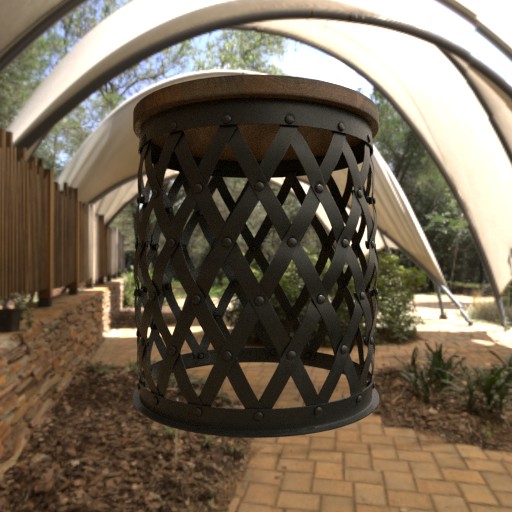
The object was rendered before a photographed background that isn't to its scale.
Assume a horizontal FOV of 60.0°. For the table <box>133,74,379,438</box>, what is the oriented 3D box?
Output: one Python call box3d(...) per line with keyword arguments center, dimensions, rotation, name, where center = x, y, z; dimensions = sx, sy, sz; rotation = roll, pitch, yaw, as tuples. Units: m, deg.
box3d(center=(0.000, 0.000, 0.755), dimensions=(0.405, 0.454, 0.405), rotation=(0, 0, 0), name="table")
